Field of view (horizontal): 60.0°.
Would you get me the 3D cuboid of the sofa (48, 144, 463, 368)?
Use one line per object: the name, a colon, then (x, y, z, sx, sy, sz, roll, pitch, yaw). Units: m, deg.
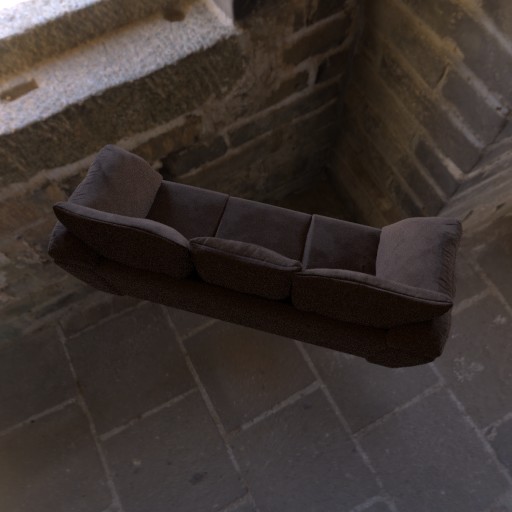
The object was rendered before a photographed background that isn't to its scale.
sofa: (0.000, 0.000, 2.815, 2.336, 1.015, 0.878, 14, 65, 7)
